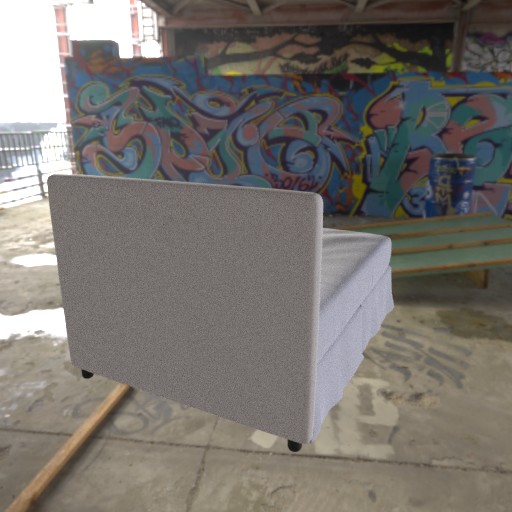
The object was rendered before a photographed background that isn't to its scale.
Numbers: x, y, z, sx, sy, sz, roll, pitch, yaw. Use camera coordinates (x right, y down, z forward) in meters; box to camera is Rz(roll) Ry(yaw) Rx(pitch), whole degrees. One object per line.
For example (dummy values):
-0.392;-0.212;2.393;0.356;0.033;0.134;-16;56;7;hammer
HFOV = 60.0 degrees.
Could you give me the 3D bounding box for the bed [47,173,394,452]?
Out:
0.000;0.000;3.260;1.713;1.330;2.142;8;19;26;bed
